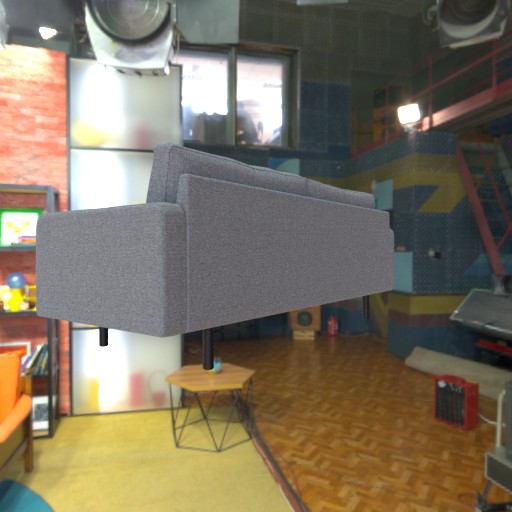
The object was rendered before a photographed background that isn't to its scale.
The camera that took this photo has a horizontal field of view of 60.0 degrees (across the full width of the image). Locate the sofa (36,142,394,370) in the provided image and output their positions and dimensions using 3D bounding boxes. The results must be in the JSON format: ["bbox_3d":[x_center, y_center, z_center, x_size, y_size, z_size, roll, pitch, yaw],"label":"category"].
[{"bbox_3d":[0.000,0.000,2.596,0.880,0.880,2.200,1,1,37],"label":"sofa"}]
